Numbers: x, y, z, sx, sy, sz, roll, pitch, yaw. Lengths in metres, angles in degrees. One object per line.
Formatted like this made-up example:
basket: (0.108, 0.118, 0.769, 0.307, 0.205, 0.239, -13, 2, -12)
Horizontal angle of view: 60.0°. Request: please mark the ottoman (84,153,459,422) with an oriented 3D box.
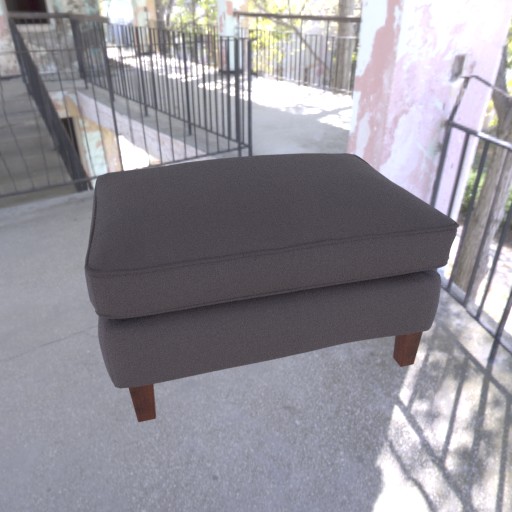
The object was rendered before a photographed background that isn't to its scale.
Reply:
ottoman: (0.000, 0.000, 1.011, 0.686, 0.406, 0.508, -8, 31, -13)
